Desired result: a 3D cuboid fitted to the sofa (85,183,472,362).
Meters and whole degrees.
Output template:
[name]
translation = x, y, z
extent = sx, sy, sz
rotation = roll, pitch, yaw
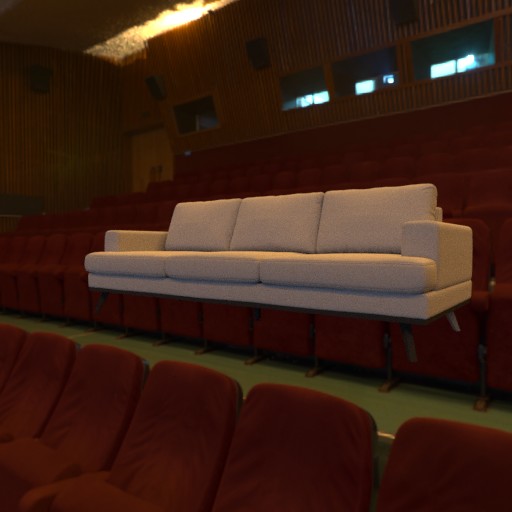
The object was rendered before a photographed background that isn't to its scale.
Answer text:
[sofa]
translation = 0.000, 0.000, 2.766
extent = 2.310, 0.810, 0.920
rotation = 1, 2, 36
